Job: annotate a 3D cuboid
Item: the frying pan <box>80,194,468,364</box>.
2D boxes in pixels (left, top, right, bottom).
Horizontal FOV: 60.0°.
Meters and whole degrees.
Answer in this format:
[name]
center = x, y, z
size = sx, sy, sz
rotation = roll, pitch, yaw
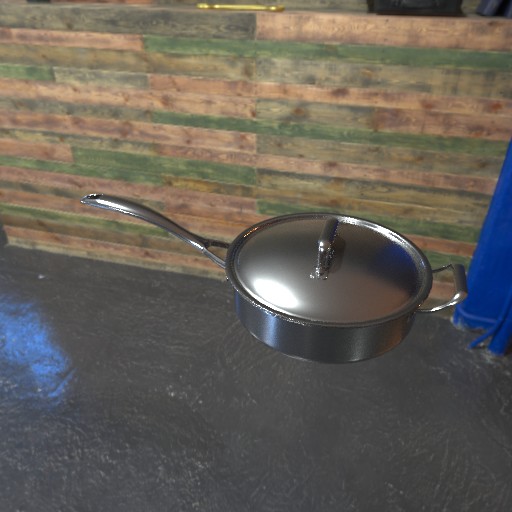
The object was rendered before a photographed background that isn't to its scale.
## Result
[frying pan]
center = 0.000, 0.000, 0.565
size = 0.492, 0.111, 0.245
rotation = 9, 34, 14
